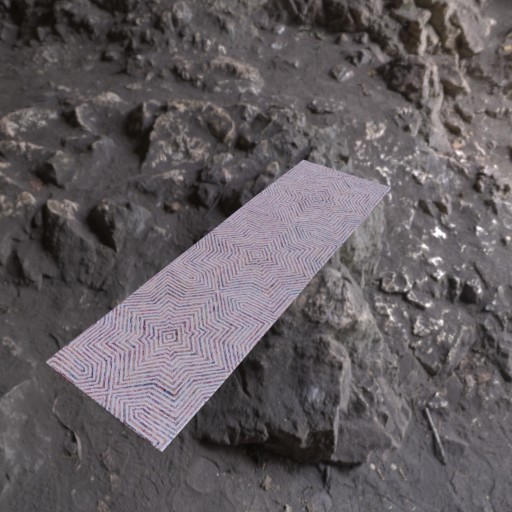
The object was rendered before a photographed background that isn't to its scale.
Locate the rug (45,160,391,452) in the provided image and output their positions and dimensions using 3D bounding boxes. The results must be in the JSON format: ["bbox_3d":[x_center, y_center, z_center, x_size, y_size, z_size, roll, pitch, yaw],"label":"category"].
[{"bbox_3d":[0.000,0.000,2.714,0.771,0.009,2.443,24,46,26],"label":"rug"}]
